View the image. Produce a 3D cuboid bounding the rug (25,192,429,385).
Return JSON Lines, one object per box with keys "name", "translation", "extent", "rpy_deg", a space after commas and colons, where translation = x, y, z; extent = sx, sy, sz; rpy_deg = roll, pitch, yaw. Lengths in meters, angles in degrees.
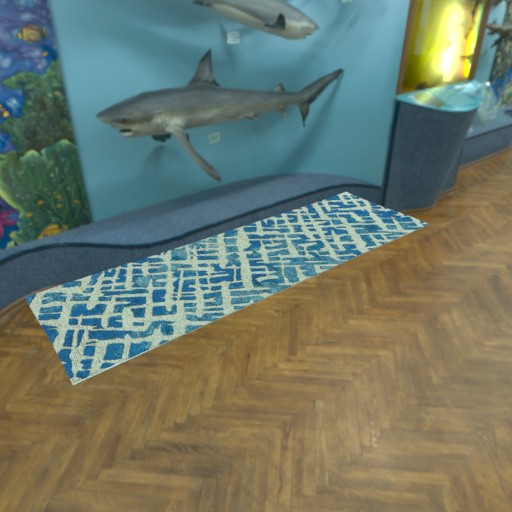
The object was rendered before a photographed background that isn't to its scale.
{"name": "rug", "translation": [0.000, 0.000, 2.693], "extent": [2.446, 0.011, 0.768], "rpy_deg": [-21, 36, -32]}
